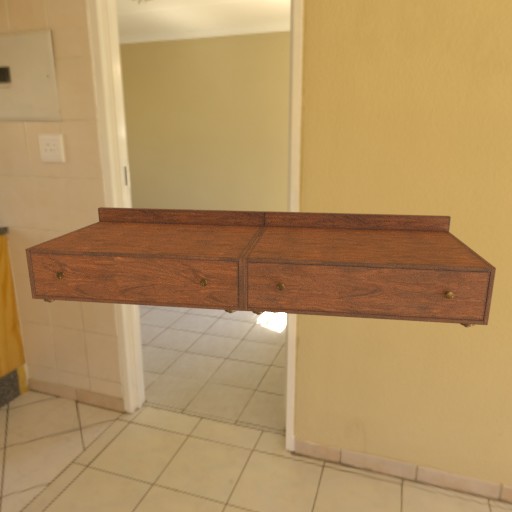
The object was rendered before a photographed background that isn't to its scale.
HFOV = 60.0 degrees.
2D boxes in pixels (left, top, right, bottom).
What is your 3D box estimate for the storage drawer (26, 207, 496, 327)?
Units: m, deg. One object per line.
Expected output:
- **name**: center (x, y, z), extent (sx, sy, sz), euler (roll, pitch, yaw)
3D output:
- **storage drawer**: center (0.000, 0.000, 2.156), extent (1.914, 0.339, 0.774), euler (2, 15, 8)
